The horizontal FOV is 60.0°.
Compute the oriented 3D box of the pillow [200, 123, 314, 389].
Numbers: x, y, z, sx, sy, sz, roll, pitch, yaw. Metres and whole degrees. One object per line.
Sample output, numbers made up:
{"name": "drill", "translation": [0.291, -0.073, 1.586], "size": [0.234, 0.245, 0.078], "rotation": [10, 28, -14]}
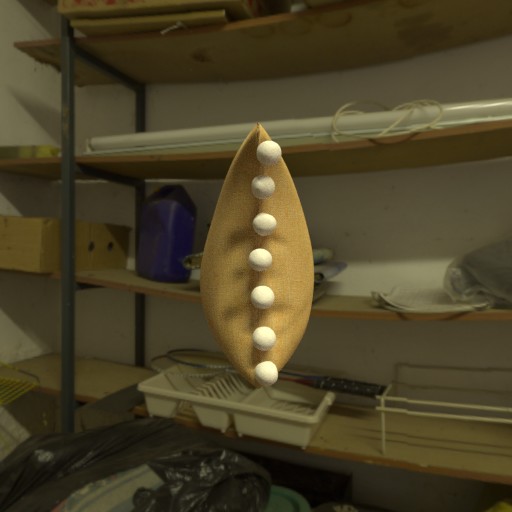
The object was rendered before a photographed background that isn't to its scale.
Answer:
{"name": "pillow", "translation": [0.000, 0.000, 0.855], "size": [0.201, 0.322, 0.709], "rotation": [0, 0, 0]}
